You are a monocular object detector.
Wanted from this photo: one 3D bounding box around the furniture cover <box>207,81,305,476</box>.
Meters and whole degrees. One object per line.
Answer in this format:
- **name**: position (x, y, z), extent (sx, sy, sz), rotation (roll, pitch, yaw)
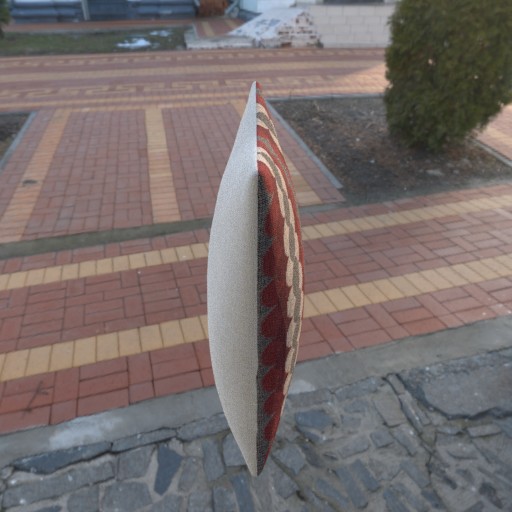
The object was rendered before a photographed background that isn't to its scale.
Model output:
- **furniture cover**: position (0.000, 0.000, 0.654), extent (0.145, 0.420, 0.435), rotation (0, 32, 0)
